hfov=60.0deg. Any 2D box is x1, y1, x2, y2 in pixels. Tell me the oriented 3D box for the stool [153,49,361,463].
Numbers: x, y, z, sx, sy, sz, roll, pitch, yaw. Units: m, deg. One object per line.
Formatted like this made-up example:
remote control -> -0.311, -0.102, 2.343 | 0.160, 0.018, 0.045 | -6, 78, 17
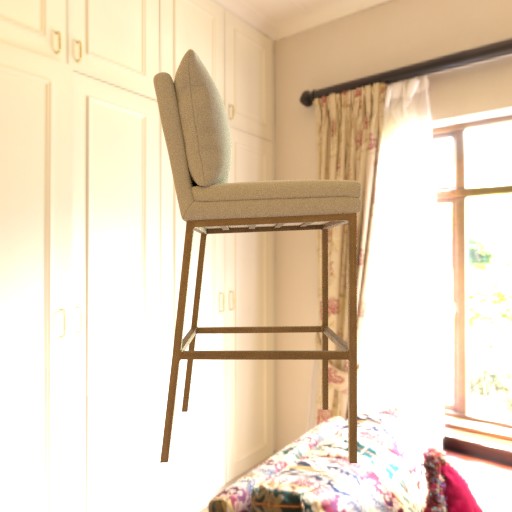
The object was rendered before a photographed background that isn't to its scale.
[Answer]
stool -> 0.000, 0.000, 1.415 | 0.572, 1.125, 0.463 | 0, 0, -1
